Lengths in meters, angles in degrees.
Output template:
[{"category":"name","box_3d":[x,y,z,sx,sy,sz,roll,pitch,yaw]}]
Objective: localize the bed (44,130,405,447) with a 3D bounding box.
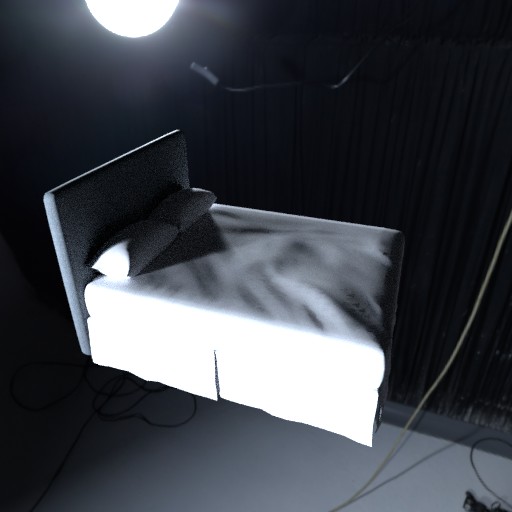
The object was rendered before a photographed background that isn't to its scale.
[{"category":"bed","box_3d":[0.000,0.000,3.286,2.142,1.330,1.713,10,31,17]}]
